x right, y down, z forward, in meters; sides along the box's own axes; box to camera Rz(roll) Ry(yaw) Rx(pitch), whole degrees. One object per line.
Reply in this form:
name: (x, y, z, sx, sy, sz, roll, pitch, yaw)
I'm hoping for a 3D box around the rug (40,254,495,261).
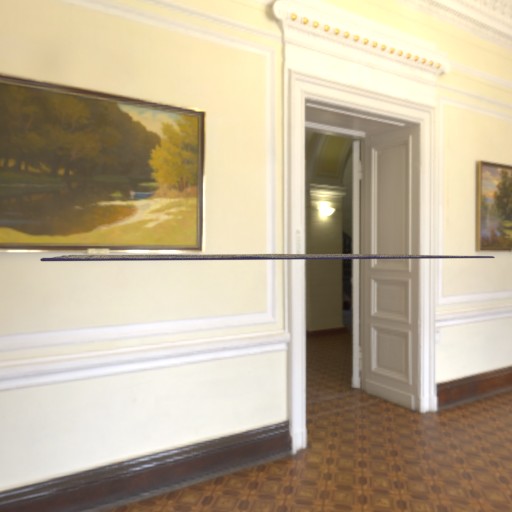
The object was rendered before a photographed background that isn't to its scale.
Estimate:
rug: (0.000, 0.000, 2.184, 1.781, 0.012, 1.184, 0, 1, -19)
